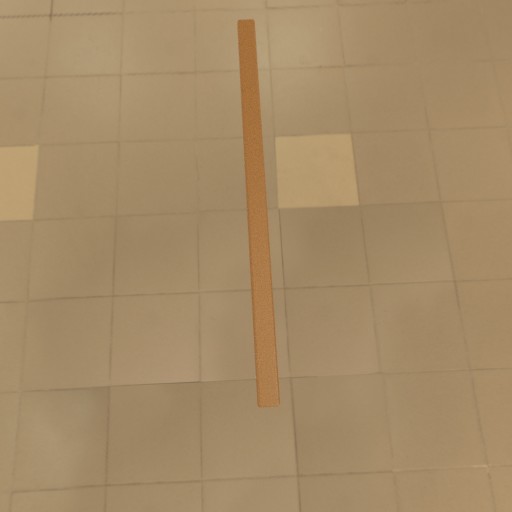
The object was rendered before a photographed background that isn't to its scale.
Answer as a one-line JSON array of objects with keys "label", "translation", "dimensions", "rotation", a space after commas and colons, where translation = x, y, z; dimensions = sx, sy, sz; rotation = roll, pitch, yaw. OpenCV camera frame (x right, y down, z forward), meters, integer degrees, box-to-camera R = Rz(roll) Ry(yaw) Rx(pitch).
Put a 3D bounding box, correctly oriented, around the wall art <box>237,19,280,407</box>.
[{"label": "wall art", "translation": [0.000, 0.000, 0.514], "dimensions": [0.015, 0.379, 0.310], "rotation": [-3, 75, -1]}]
